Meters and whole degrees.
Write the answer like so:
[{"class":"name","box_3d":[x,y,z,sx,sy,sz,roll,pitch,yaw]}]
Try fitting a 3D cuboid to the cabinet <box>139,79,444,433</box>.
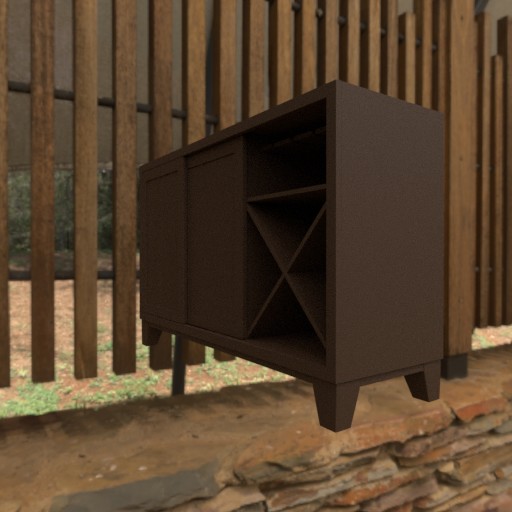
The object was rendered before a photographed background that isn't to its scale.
[{"class":"cabinet","box_3d":[0.000,0.000,1.847,0.482,0.914,1.396,0,0,-35]}]
